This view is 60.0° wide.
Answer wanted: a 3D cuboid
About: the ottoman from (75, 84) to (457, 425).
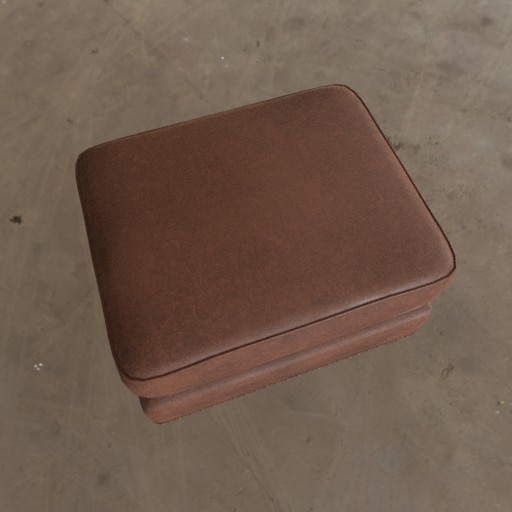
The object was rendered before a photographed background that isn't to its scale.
[{"bbox_3d":[0.000,0.000,1.132,0.738,0.537,0.589,-17,65,-8],"label":"ottoman"}]
